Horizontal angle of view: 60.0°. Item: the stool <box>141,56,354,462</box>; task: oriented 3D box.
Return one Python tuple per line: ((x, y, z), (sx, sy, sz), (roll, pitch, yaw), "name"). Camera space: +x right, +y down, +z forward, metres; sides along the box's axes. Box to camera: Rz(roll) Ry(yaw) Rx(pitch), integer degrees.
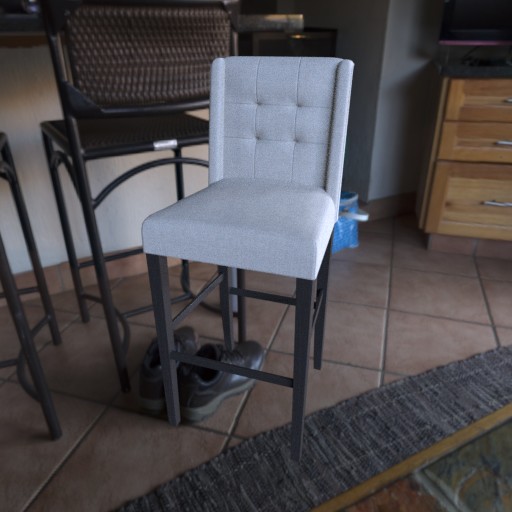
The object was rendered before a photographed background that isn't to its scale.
((0.000, 0.000, 1.379), (0.474, 1.116, 0.509), (9, 27, 17), "stool")
